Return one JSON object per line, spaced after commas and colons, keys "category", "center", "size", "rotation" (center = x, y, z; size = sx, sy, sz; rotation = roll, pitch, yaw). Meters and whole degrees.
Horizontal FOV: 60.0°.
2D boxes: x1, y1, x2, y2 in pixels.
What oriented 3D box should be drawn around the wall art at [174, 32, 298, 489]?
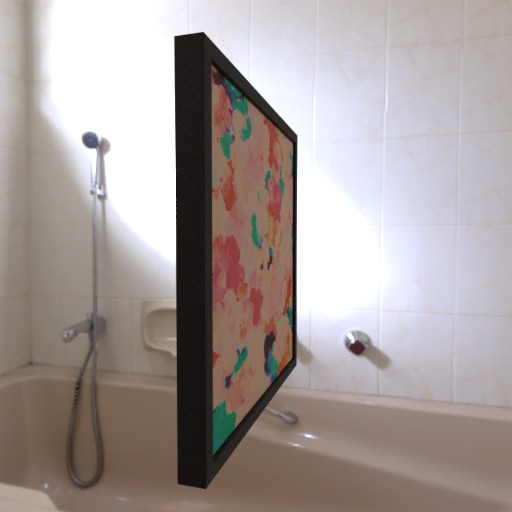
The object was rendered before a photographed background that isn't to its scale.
{"category": "wall art", "center": [0.000, 0.000, 0.734], "size": [0.036, 0.503, 0.506], "rotation": [1, 3, 17]}
